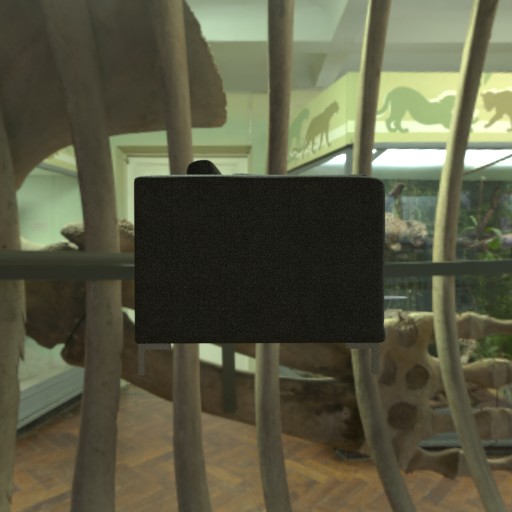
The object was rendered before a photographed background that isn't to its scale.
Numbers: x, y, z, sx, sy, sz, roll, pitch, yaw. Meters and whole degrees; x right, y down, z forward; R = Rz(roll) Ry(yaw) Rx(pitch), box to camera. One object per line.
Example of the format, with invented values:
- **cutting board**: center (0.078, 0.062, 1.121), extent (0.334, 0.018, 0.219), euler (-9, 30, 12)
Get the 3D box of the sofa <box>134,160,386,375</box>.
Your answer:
- **sofa**: center (0.000, 0.000, 2.882), extent (0.969, 0.867, 2.415), euler (0, 1, -1)
